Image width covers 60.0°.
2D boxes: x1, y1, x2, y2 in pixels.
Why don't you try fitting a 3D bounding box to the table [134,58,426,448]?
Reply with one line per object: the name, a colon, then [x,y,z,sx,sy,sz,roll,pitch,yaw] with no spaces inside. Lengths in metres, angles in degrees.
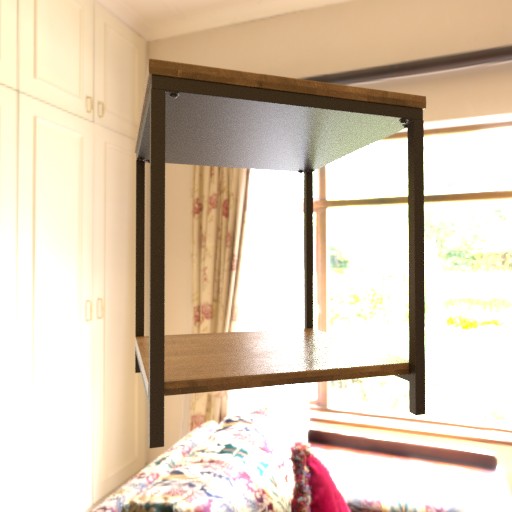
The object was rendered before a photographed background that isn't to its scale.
table: [0.000,0.000,0.985,0.503,0.589,0.507,0,-1,-18]
